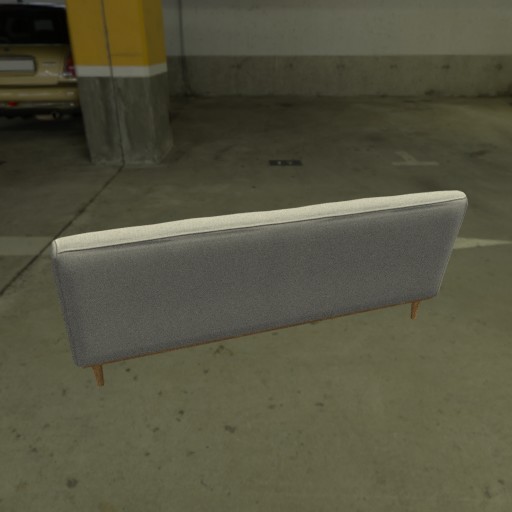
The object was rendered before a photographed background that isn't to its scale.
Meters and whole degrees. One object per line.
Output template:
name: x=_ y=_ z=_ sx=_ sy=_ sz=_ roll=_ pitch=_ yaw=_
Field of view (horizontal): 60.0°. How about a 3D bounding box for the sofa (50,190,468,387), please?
sofa: x=0.000 y=0.000 z=2.563 sx=2.057 sy=0.871 sz=0.978 roll=-8 pitch=27 yaw=-17
